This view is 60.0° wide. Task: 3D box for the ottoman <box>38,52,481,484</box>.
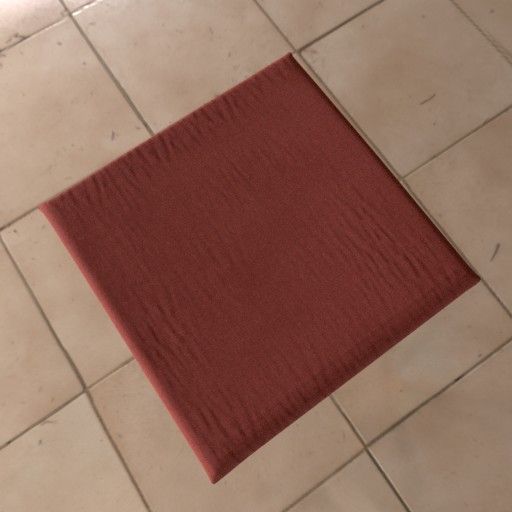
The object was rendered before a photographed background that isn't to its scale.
[{"bbox_3d":[0.000,0.000,1.381,0.889,0.411,0.890,-34,79,-8],"label":"ottoman"}]
